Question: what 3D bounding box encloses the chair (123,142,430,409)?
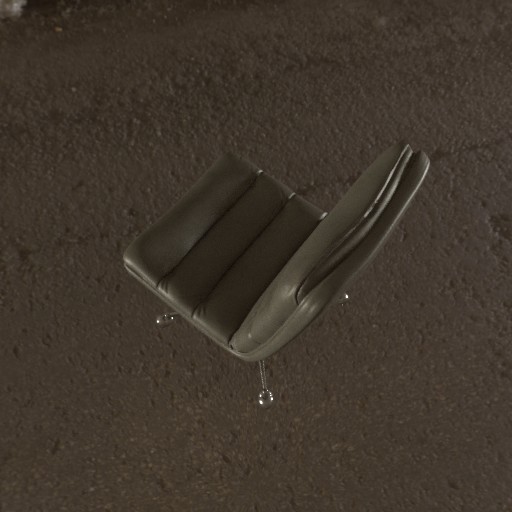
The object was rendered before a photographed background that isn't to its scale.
[{"bbox_3d":[0.000,0.000,1.009,0.485,0.738,0.422,34,67,16],"label":"chair"}]
